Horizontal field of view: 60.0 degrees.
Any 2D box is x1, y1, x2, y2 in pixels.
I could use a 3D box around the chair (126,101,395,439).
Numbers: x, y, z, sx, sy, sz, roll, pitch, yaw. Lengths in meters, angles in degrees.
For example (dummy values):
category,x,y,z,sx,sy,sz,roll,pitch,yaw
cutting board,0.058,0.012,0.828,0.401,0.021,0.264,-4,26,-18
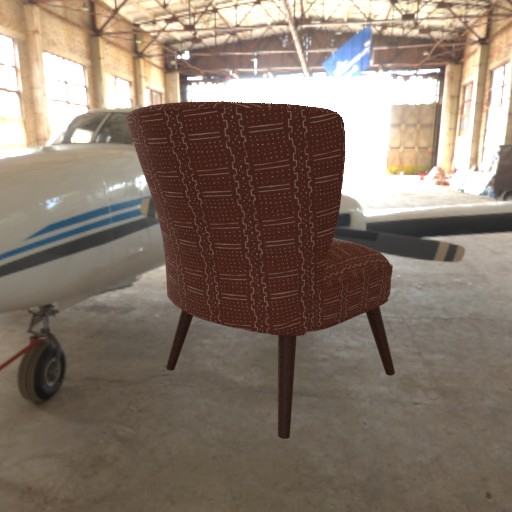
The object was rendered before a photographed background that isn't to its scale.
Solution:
category,x,y,z,sx,sy,sz,roll,pitch,yaw
chair,0.000,0.000,1.413,0.758,0.866,0.706,-12,17,-43
